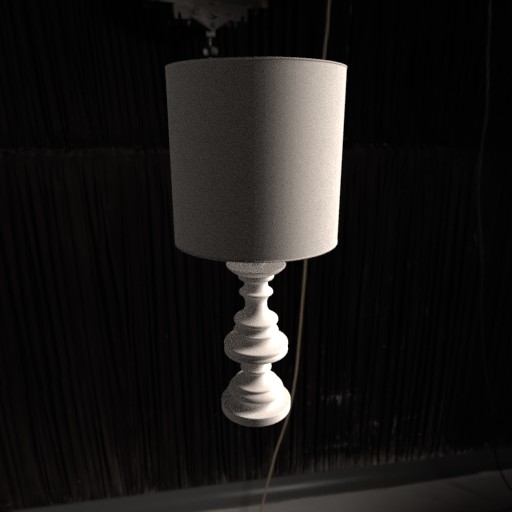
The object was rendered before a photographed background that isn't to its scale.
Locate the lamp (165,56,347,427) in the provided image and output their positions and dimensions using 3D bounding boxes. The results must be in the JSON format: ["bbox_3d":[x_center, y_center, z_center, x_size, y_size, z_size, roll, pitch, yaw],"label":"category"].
[{"bbox_3d":[0.000,0.000,0.583,0.208,0.455,0.208,-3,17,-10],"label":"lamp"}]
